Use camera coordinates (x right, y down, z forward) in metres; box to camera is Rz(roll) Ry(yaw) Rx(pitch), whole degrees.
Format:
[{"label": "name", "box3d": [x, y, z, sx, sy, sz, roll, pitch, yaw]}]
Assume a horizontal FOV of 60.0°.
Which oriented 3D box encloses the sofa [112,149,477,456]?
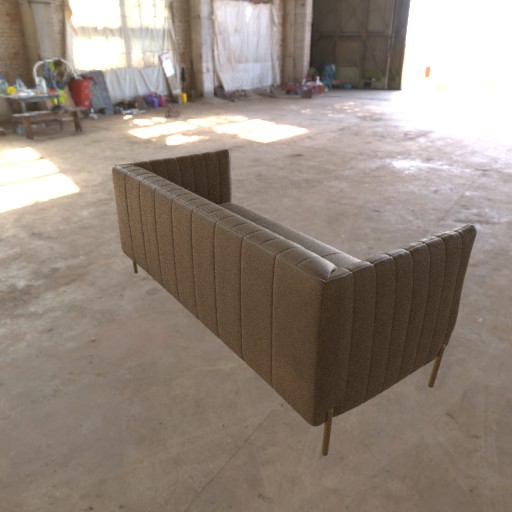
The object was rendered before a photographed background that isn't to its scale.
[{"label": "sofa", "box3d": [0.000, 0.000, 2.431, 0.876, 0.779, 1.980, -17, 30, -32]}]
